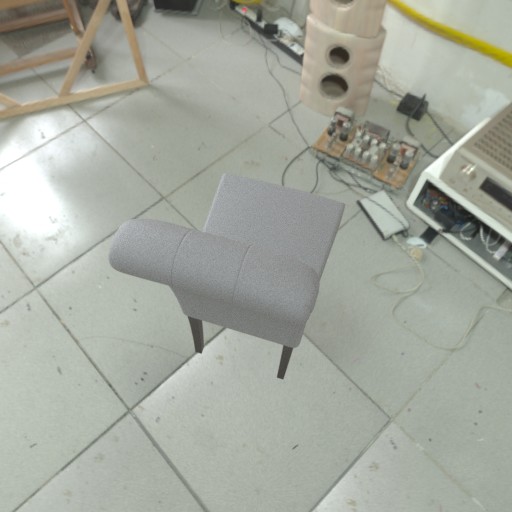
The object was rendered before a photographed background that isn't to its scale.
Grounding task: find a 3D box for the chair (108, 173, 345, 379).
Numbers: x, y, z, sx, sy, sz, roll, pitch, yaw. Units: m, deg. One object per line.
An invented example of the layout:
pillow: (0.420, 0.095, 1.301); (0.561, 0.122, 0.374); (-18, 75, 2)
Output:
chair: (0.000, 0.000, 1.378); (0.456, 1.006, 0.671); (16, 63, 8)
